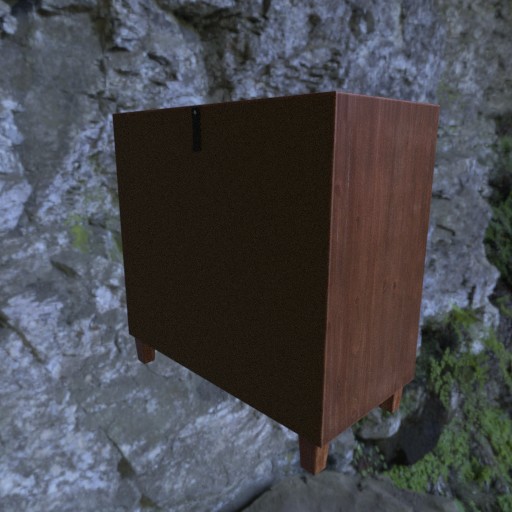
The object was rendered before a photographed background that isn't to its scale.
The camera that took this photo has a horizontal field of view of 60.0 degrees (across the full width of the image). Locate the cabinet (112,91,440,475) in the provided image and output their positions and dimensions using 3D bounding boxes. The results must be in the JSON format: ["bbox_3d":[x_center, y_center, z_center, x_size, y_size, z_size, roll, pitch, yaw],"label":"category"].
[{"bbox_3d":[0.000,0.000,1.250,0.412,0.785,0.796,-13,19,-43],"label":"cabinet"}]
